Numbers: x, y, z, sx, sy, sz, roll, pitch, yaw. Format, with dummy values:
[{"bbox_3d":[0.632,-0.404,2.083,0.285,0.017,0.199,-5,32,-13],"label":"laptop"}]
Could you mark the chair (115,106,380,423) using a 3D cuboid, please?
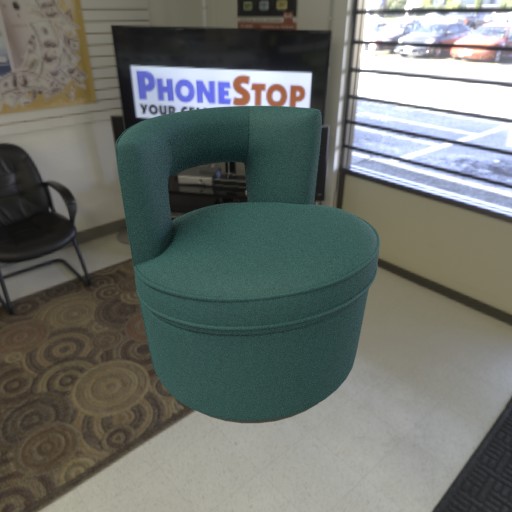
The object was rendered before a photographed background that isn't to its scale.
[{"bbox_3d":[0.000,0.000,1.251,0.684,0.711,0.660,-21,35,-33],"label":"chair"}]
